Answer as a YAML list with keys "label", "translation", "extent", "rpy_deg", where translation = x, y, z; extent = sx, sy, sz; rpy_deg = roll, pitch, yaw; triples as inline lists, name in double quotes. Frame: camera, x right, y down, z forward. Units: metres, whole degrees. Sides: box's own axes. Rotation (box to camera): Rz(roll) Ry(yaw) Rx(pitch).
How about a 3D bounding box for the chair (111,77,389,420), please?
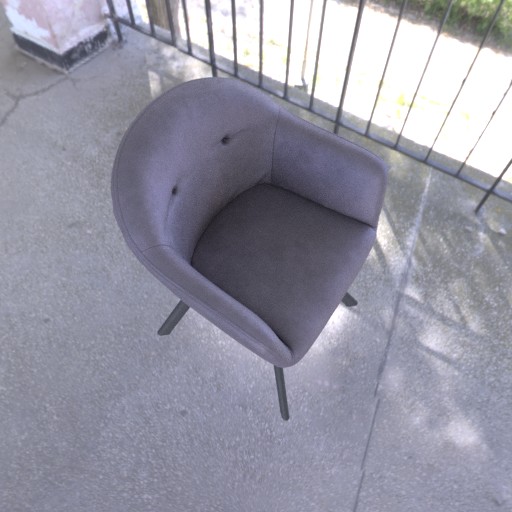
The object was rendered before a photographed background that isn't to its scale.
- label: "chair"
  translation: [0.000, 0.000, 1.192]
  extent: [0.544, 0.781, 0.567]
  rpy_deg: [30, 63, 17]
